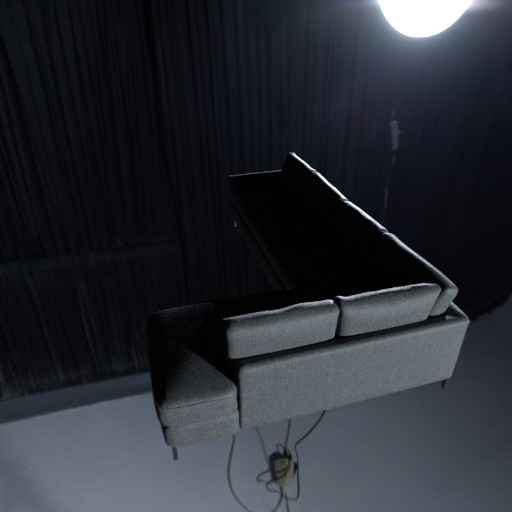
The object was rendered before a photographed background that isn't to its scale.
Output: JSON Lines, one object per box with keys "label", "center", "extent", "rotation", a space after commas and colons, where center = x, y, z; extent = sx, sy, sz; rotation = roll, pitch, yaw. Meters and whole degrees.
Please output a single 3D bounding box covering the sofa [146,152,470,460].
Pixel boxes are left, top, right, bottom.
{"label": "sofa", "center": [0.000, 0.000, 3.816], "extent": [1.984, 0.858, 2.972], "rotation": [-9, 32, -14]}
